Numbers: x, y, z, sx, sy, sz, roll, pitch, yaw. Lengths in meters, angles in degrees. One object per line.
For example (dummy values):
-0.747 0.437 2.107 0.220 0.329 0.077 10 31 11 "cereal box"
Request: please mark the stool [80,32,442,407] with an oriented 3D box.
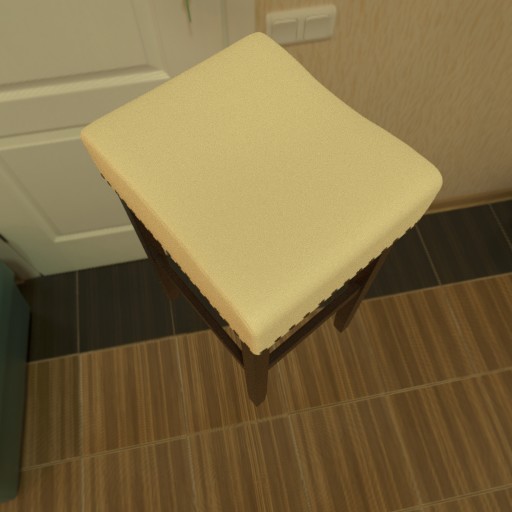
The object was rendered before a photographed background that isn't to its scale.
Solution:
0.000 0.000 1.045 0.401 0.762 0.471 -37 69 -17 "stool"
